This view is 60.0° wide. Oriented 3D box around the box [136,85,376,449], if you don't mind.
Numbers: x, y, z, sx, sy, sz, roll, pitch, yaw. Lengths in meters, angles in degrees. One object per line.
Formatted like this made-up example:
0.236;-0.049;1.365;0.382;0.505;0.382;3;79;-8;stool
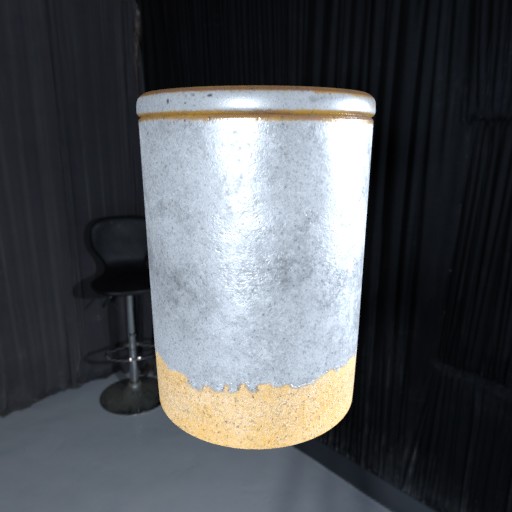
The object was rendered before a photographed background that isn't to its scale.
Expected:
0.000;0.000;0.246;0.118;0.168;0.118;0;16;0;box
